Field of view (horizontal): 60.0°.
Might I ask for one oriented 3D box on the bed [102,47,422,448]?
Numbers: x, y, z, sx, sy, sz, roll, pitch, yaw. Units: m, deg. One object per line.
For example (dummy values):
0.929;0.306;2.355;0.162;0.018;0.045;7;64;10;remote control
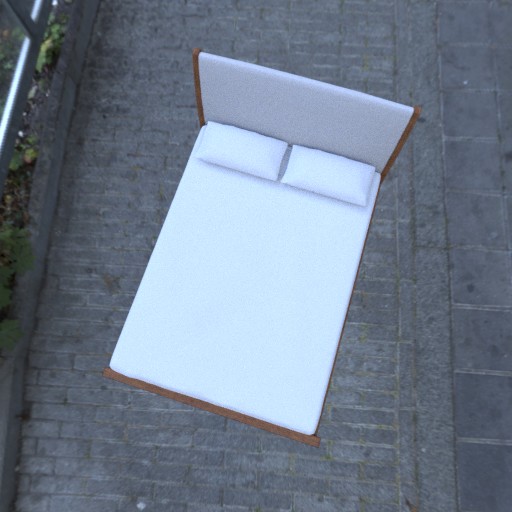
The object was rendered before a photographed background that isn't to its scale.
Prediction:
0.000;0.000;2.998;1.502;1.135;2.108;17;75;5;bed
